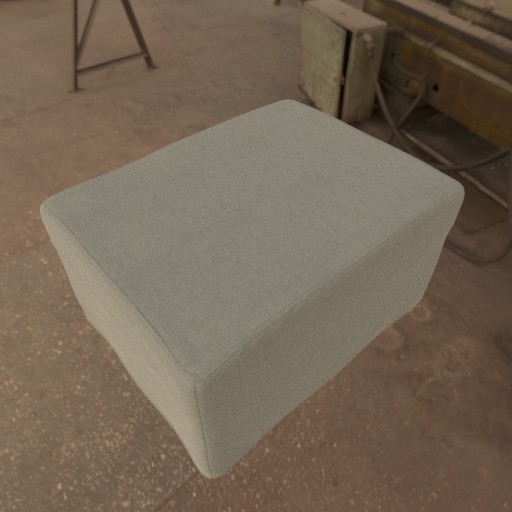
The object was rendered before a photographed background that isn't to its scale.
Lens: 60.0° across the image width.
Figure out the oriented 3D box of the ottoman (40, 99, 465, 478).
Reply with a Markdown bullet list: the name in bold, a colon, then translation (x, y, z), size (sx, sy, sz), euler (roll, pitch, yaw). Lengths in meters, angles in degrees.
- **ottoman**: translation (0.000, 0.000, 1.205), size (0.833, 0.461, 0.648), euler (-32, 53, -28)
